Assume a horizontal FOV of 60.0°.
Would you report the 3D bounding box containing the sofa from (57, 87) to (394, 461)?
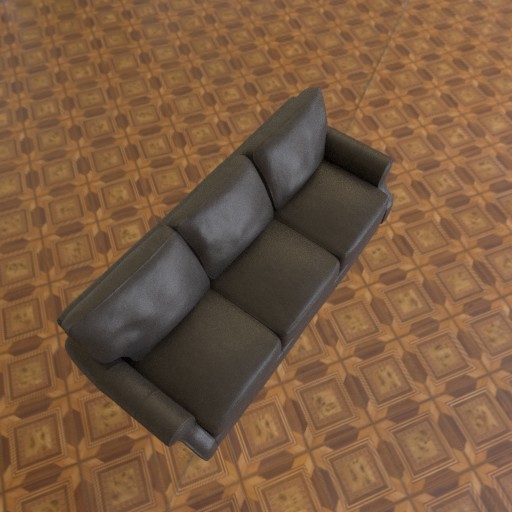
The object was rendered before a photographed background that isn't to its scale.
[{"bbox_3d":[0.000,0.000,2.852,0.974,0.977,2.387,32,64,18],"label":"sofa"}]
